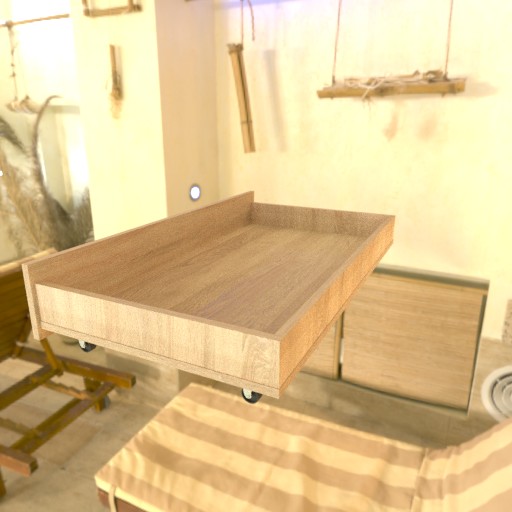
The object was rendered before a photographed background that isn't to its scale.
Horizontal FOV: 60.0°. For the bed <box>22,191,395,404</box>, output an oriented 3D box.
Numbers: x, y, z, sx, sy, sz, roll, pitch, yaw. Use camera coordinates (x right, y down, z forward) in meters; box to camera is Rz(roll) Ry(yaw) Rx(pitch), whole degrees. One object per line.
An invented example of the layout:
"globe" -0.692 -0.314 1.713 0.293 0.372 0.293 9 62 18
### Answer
"bed" 0.000 0.000 1.465 0.685 0.209 1.200 9 20 25
